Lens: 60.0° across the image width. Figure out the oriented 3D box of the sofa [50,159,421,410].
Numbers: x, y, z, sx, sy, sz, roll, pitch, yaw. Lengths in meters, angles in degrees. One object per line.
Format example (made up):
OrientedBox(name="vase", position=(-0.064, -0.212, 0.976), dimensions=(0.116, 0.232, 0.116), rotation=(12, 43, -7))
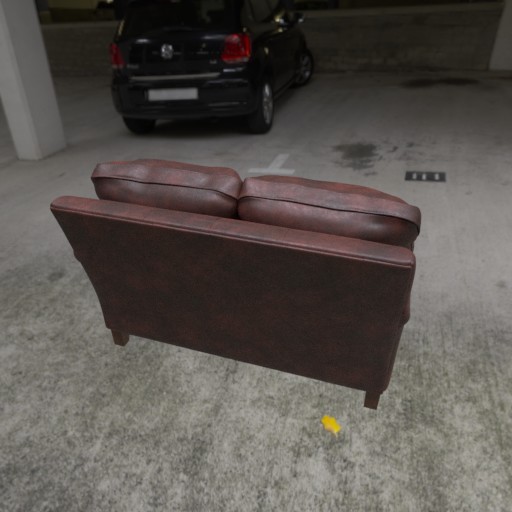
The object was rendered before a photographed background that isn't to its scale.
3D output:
OrientedBox(name="sofa", position=(0.000, 0.000, 2.385), dimensions=(1.628, 1.070, 1.148), rotation=(10, 34, 15))
